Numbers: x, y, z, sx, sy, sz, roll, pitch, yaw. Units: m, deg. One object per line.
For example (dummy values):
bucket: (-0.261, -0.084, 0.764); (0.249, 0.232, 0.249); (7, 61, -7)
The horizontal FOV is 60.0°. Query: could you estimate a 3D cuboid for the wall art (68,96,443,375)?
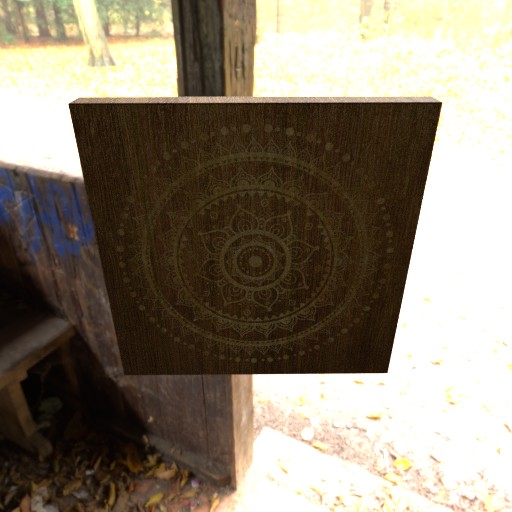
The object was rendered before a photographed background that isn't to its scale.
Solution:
wall art: (0.000, 0.000, 0.594); (0.406, 0.403, 0.039); (0, 30, -1)
